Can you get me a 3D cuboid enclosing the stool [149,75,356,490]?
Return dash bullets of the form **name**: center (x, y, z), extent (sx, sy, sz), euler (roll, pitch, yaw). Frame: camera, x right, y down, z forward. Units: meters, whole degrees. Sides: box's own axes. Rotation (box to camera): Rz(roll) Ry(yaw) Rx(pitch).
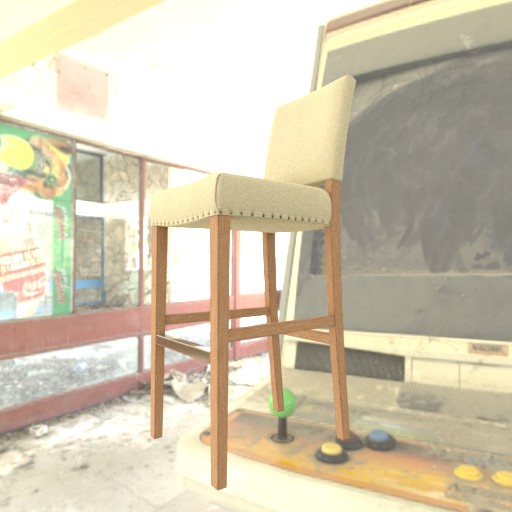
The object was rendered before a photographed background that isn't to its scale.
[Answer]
- **stool**: center (0.000, 0.000, 1.402), extent (0.546, 1.143, 0.428), euler (1, -1, -36)
